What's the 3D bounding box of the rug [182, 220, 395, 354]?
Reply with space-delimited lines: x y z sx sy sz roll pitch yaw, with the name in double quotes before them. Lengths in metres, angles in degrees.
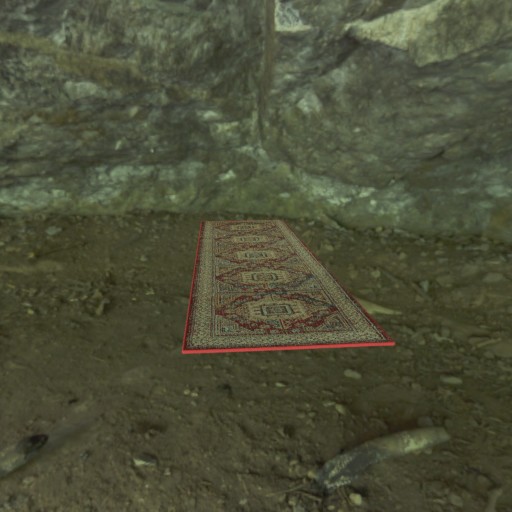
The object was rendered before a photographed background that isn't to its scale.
"rug" 0.000 0.000 2.456 0.659 0.015 2.292 -1 14 -5
